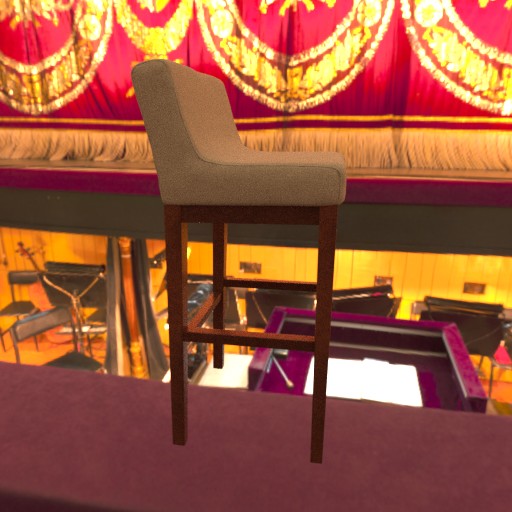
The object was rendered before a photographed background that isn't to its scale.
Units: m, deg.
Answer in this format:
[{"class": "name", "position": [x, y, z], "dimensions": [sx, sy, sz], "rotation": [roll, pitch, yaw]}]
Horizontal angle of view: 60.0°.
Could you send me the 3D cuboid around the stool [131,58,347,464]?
[{"class": "stool", "position": [0.000, 0.000, 1.318], "dimensions": [0.500, 1.037, 0.511], "rotation": [3, 16, 10]}]
